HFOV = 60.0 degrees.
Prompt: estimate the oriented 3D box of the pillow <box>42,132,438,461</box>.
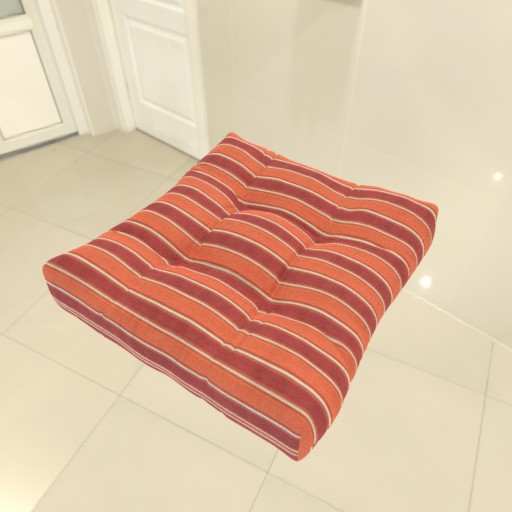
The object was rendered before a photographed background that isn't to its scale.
[{"bbox_3d":[0.000,0.000,0.736,0.468,0.133,0.490,25,51,23],"label":"pillow"}]
